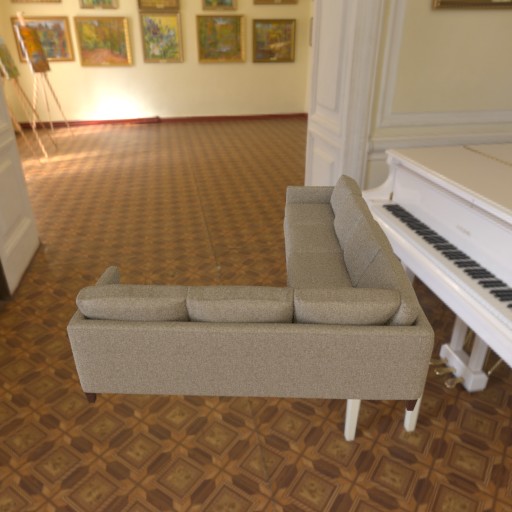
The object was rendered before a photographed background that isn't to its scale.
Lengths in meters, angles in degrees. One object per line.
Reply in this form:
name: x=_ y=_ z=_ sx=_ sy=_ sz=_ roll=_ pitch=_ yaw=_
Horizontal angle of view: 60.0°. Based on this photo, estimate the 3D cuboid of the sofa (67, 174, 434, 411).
sofa: x=0.000 y=0.000 z=4.603 sx=2.593 sy=0.947 sz=3.302 roll=1 pitch=27 yaw=2
